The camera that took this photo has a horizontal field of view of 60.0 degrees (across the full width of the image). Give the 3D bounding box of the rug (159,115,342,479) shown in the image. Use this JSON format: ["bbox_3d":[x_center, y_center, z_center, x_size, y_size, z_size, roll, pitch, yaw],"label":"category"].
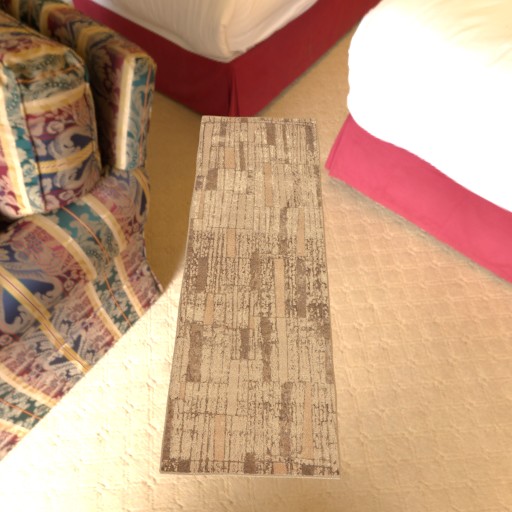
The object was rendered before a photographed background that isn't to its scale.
[{"bbox_3d":[0.000,0.000,2.659,0.857,0.018,2.383,1,59,1],"label":"rug"}]
